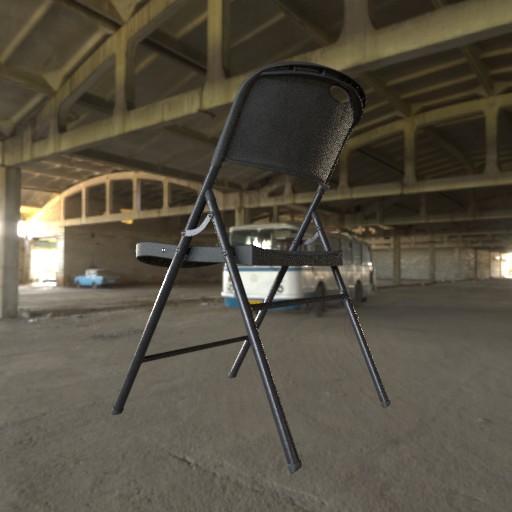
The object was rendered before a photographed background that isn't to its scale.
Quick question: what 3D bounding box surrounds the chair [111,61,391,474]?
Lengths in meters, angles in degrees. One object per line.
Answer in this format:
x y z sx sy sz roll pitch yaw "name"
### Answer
0.000 0.000 1.168 0.567 0.810 0.494 -1 -2 37 "chair"
